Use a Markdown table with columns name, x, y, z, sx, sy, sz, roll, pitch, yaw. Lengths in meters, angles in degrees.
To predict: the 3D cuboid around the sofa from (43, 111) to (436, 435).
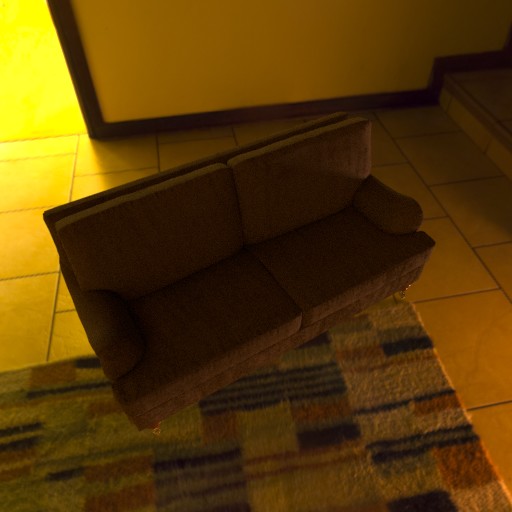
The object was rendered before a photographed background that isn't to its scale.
| name | x | y | z | sx | sy | sz | roll | pitch | yaw |
| --- | --- | --- | --- | --- | --- | --- | --- | --- | --- |
| sofa | 0.000 | 0.000 | 2.788 | 2.165 | 1.087 | 1.086 | -24 | 52 | -21 |
